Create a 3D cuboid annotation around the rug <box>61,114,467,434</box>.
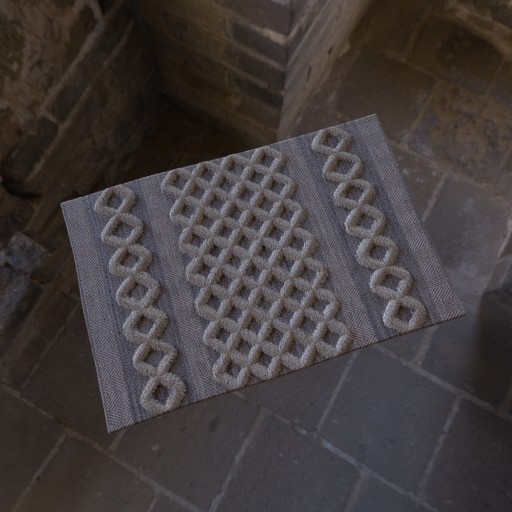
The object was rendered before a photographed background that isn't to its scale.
[{"bbox_3d":[0.000,0.000,2.290,1.823,0.030,1.222,-17,74,-5],"label":"rug"}]
